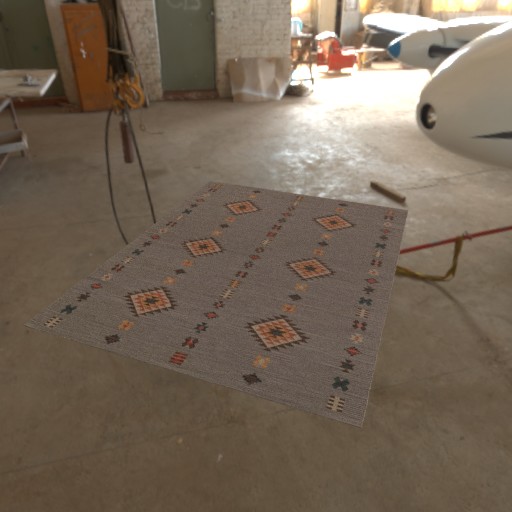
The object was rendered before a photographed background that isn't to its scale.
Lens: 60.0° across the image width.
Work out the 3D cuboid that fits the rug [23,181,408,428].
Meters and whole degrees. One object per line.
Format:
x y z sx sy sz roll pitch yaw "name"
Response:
0.000 0.000 4.033 2.425 0.008 3.035 11 33 18 "rug"
